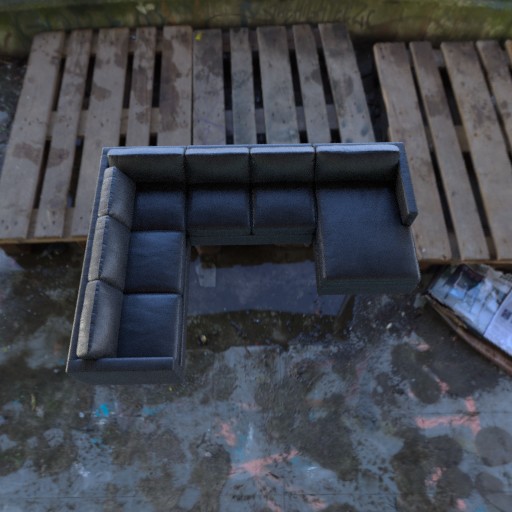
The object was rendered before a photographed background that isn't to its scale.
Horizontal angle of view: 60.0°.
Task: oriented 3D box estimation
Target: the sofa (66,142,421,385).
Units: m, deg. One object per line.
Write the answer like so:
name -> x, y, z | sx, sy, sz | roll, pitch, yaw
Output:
sofa -> 0.000, 0.000, 4.603 | 3.324, 0.891, 2.452 | -1, 64, -1
